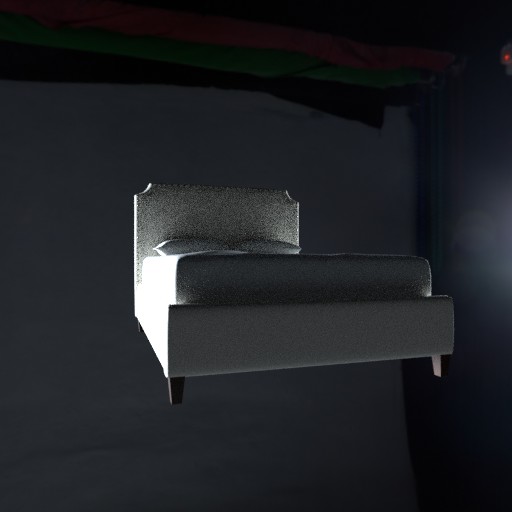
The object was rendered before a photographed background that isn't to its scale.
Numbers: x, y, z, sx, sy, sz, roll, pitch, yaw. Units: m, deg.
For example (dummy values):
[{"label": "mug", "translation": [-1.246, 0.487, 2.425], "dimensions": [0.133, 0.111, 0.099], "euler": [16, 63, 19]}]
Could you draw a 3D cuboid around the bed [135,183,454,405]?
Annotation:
[{"label": "bed", "translation": [0.000, 0.000, 3.468], "dimensions": [1.712, 1.443, 2.365], "euler": [0, 0, -19]}]
